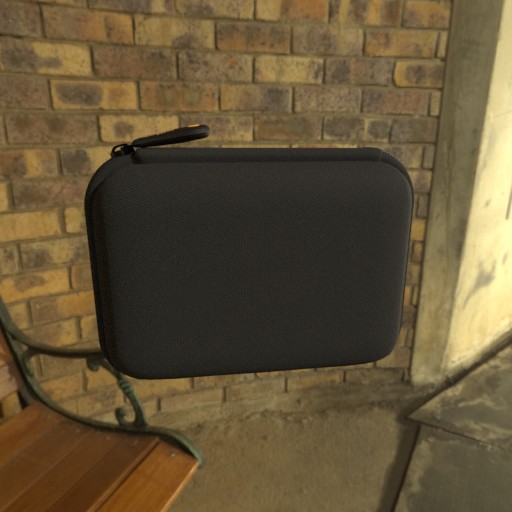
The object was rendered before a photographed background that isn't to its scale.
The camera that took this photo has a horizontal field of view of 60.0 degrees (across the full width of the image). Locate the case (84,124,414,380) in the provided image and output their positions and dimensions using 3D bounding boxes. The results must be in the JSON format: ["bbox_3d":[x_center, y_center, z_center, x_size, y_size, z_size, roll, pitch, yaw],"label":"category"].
[{"bbox_3d":[0.000,0.000,0.185,0.132,0.105,0.038,-2,17,-8],"label":"case"}]
